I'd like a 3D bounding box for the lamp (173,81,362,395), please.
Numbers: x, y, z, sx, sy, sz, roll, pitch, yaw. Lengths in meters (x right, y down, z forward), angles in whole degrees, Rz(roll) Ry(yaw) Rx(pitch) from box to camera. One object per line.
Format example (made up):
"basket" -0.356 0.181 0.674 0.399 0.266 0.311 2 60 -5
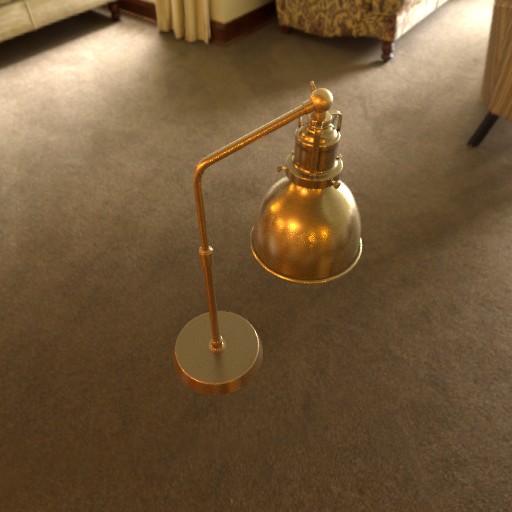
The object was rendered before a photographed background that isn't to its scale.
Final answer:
"lamp" 0.000 0.000 0.597 0.286 0.456 0.153 -10 48 -9
